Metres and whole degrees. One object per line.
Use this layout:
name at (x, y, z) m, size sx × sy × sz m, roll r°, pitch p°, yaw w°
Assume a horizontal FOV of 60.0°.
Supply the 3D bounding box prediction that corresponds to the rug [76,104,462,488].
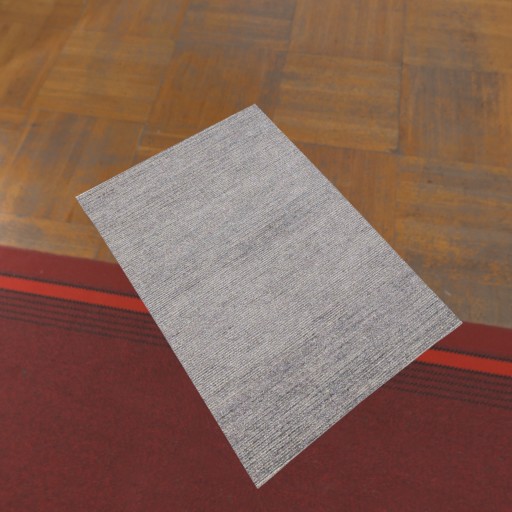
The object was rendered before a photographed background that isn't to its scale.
rug at (0.000, 0.000, 3.017) m, size 1.604 × 0.030 × 2.307 m, roll -32°, pitch 68°, yaw -15°
